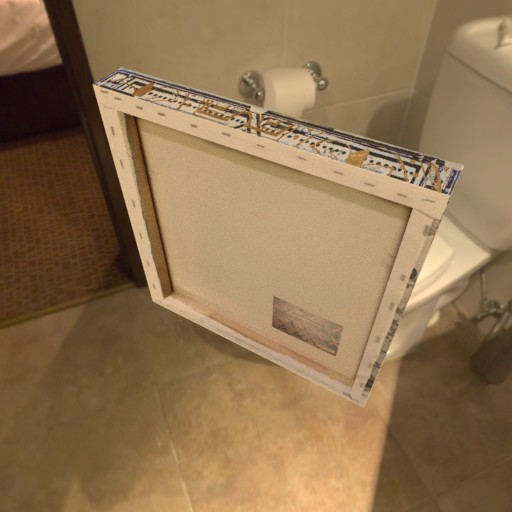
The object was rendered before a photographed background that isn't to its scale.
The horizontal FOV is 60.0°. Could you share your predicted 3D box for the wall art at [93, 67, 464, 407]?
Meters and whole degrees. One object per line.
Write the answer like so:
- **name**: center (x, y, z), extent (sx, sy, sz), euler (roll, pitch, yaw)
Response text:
- **wall art**: center (0.000, 0.000, 0.451), extent (0.302, 0.306, 0.038), euler (23, 51, 20)
